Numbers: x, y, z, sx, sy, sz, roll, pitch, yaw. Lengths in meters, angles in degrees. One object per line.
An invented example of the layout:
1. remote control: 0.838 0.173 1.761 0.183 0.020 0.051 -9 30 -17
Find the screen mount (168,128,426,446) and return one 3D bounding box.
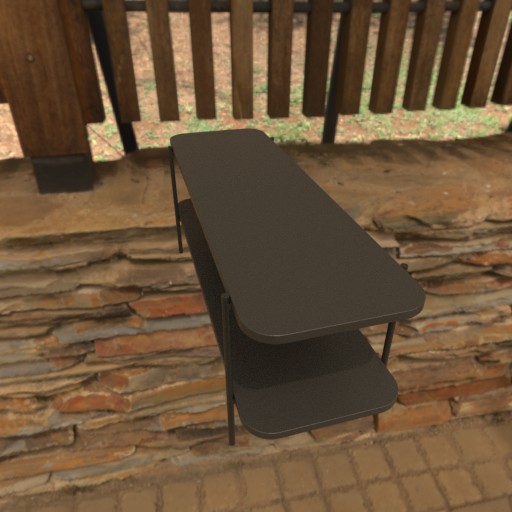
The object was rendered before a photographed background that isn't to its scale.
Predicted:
1. screen mount: 0.000 0.000 1.381 0.400 0.447 1.200 -9 33 -13
